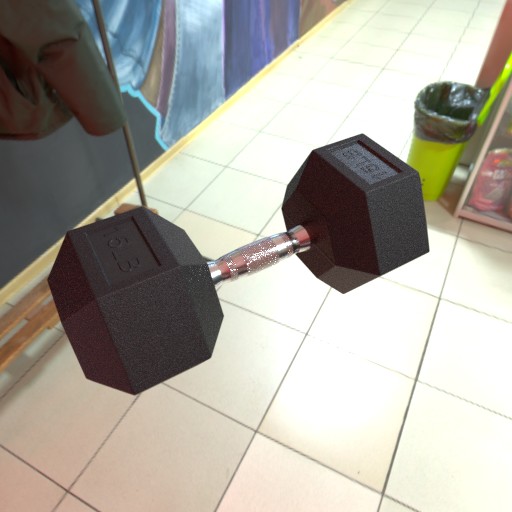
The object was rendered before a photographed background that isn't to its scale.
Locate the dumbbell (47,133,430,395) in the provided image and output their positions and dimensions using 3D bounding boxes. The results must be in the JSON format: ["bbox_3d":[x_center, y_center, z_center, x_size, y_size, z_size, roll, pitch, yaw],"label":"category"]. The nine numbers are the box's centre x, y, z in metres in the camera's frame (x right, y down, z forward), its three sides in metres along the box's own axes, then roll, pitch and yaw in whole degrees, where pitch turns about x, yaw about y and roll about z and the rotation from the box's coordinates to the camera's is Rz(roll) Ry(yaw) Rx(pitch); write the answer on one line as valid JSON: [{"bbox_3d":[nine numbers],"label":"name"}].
[{"bbox_3d":[0.000,0.000,0.328,0.271,0.106,0.122,-22,50,-20],"label":"dumbbell"}]
